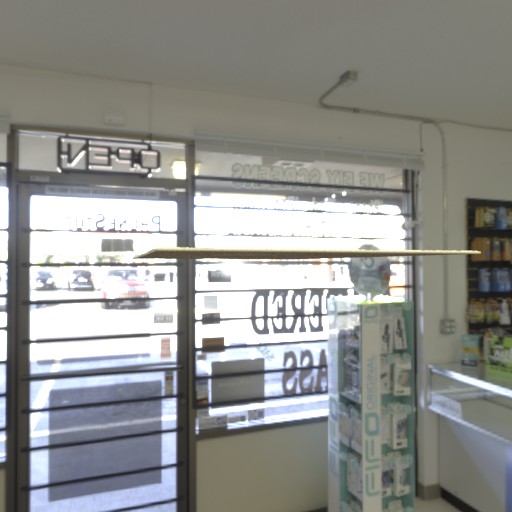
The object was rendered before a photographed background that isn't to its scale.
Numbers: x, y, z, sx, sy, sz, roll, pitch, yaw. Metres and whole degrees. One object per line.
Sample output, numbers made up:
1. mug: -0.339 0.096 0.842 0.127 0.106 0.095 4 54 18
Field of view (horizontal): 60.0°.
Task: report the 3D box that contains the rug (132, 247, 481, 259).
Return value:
1. rug: 0.000 0.000 3.549 1.819 0.018 2.746 0 -1 -18
